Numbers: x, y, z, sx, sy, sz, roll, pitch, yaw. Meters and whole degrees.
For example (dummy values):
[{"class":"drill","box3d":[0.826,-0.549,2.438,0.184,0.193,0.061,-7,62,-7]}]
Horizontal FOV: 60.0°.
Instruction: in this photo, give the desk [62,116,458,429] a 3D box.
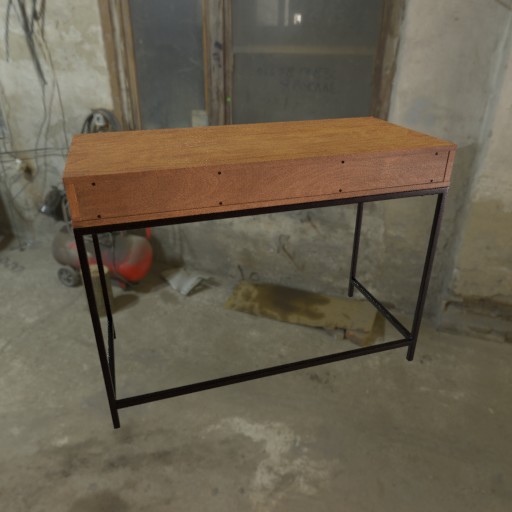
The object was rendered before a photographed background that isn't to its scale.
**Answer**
[{"class":"desk","box3d":[0.000,0.000,1.457,1.016,0.762,0.470,-8,28,-15]}]
